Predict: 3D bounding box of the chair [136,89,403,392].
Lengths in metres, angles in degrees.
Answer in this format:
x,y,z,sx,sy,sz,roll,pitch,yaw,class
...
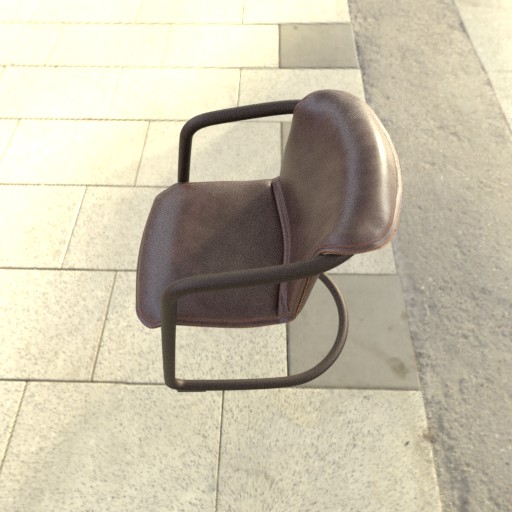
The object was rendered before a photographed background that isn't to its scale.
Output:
x,y,z,sx,sy,sz,roll,pitch,yaw,class
0.000,0.000,1.269,0.664,0.836,0.536,-1,57,0,chair
